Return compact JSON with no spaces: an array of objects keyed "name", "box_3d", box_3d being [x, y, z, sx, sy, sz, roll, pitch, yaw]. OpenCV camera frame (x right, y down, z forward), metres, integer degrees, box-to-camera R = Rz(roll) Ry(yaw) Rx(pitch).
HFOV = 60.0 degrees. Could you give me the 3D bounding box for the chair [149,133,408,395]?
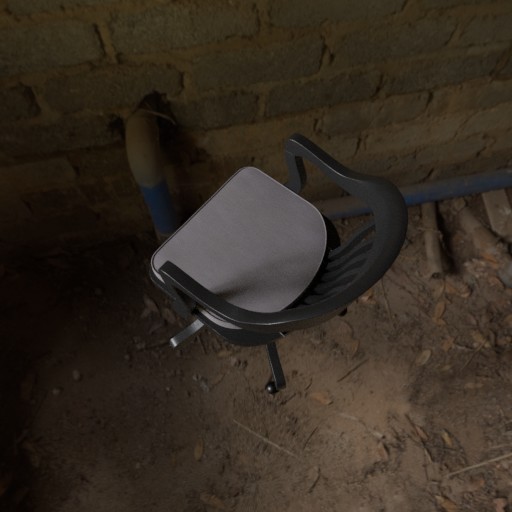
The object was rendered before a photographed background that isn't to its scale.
[{"name":"chair","box_3d":[0.000,0.000,1.501,0.788,0.878,0.750,35,68,17]}]
